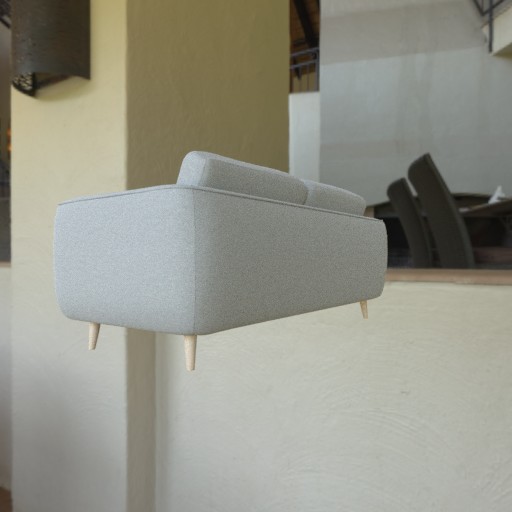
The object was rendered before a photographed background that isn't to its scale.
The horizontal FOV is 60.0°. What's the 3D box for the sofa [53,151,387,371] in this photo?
[{"bbox_3d":[0.000,0.000,2.515,0.920,0.850,2.000,0,0,36],"label":"sofa"}]
